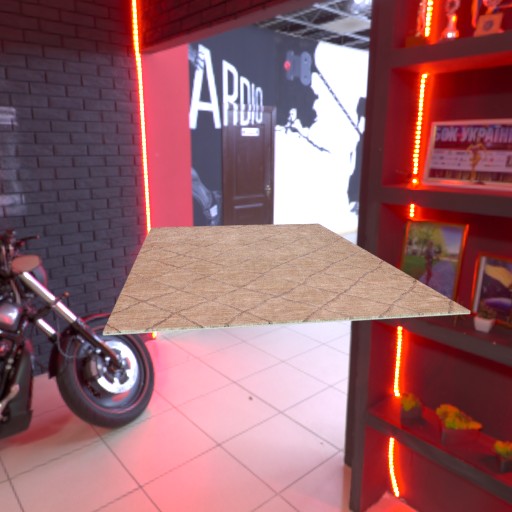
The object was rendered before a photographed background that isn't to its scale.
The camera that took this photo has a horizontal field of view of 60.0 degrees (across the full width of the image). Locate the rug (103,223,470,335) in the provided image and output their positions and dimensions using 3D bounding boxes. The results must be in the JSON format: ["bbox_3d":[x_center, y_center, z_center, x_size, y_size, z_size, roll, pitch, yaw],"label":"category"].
[{"bbox_3d":[0.000,0.000,2.887,1.521,0.015,2.280,-2,14,-8],"label":"rug"}]
